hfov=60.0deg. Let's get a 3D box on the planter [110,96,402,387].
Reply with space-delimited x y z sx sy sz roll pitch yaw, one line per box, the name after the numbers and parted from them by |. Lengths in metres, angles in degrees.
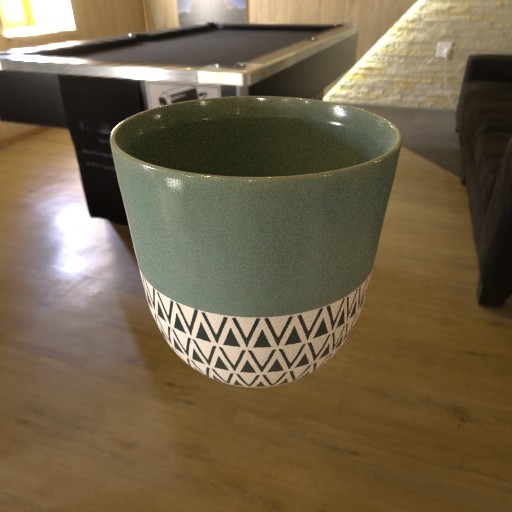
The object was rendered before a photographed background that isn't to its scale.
0.000 0.000 0.367 0.198 0.214 0.198 0 32 0 | planter
